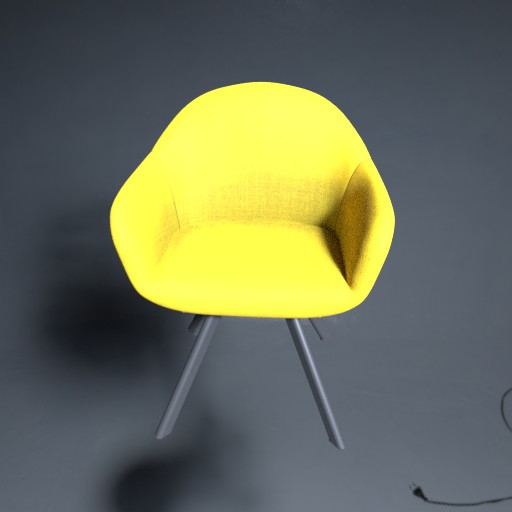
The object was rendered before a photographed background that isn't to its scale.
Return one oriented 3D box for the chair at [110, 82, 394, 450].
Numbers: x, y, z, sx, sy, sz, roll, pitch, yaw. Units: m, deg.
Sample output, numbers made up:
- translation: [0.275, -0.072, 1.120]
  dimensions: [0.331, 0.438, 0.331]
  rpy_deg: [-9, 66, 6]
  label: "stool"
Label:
- translation: [0.000, 0.000, 1.171]
  dimensions: [0.590, 0.795, 0.550]
  rpy_deg: [2, 30, 3]
  label: "chair"
